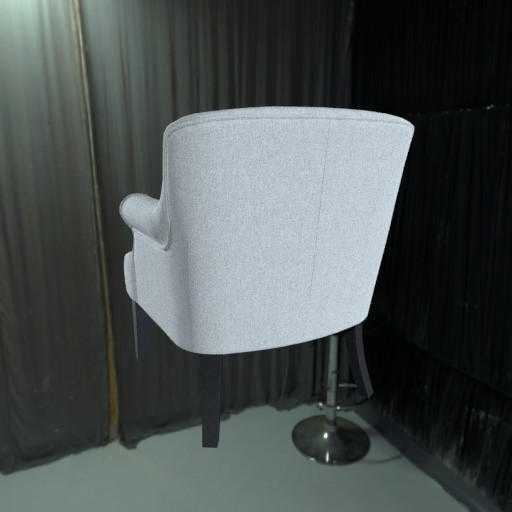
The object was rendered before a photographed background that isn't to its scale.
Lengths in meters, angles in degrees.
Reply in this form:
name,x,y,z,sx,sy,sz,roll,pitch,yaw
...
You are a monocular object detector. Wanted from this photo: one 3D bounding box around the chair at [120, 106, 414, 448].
name,x,y,z,sx,sy,sz,roll,pitch,yaw
chair,0.000,0.000,1.442,0.781,0.875,0.750,-7,16,-26
